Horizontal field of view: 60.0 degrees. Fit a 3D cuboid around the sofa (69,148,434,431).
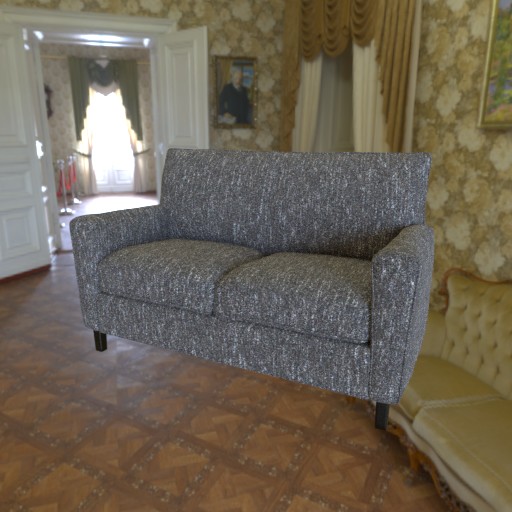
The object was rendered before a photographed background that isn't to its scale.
[{"bbox_3d":[0.000,0.000,2.058,1.519,0.946,0.801,7,17,25],"label":"sofa"}]
